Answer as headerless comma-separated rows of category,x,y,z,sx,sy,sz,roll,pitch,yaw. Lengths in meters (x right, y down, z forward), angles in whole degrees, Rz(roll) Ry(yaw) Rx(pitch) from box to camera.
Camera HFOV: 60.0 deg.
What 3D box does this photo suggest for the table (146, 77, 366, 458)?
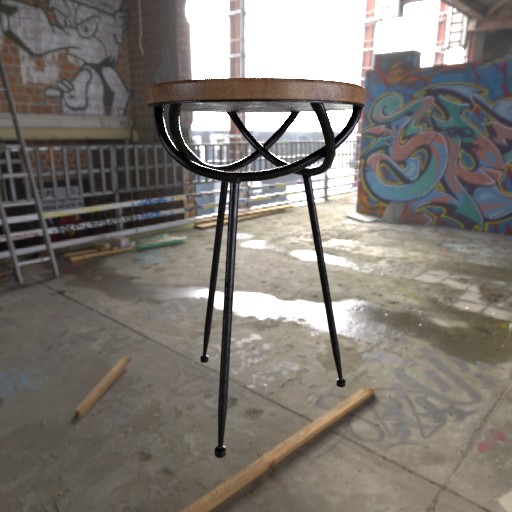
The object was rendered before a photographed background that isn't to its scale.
table,0.000,0.000,0.942,0.414,0.664,0.418,-8,18,-27
